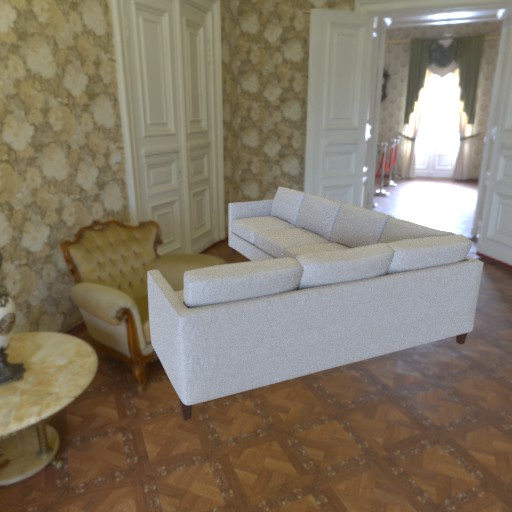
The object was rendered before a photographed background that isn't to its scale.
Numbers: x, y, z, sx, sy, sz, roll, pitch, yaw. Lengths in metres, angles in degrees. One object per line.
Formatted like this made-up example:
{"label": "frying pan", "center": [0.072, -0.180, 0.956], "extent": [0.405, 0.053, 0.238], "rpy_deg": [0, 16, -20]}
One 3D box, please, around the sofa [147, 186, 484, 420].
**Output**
{"label": "sofa", "center": [0.000, 0.000, 4.505], "extent": [2.522, 0.934, 3.333], "rpy_deg": [-8, 19, -23]}
